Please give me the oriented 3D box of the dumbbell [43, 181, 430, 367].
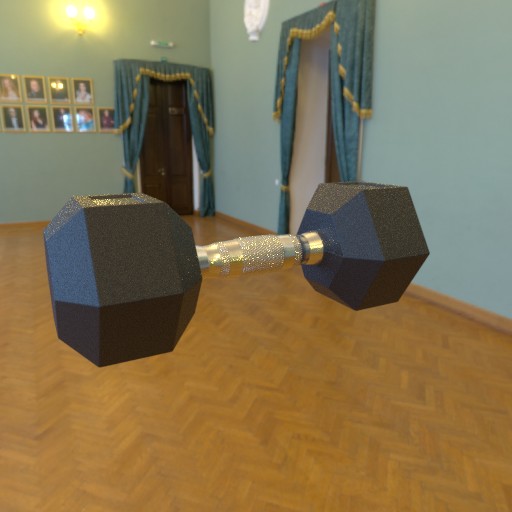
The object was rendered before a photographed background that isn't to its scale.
[{"bbox_3d":[0.000,0.000,0.420,0.356,0.123,0.141,-8,16,-27],"label":"dumbbell"}]
